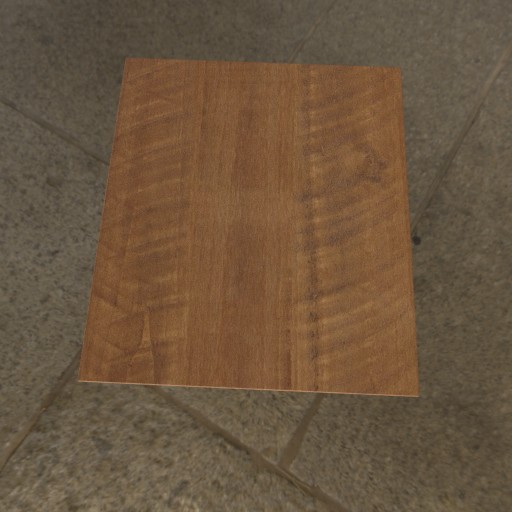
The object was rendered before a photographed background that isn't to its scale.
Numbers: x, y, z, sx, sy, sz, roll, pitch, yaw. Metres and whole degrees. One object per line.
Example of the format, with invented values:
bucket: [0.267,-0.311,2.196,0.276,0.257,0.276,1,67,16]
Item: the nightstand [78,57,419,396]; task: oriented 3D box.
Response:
nightstand: [0.000,0.000,0.861,0.436,0.491,0.493,2,74,1]
